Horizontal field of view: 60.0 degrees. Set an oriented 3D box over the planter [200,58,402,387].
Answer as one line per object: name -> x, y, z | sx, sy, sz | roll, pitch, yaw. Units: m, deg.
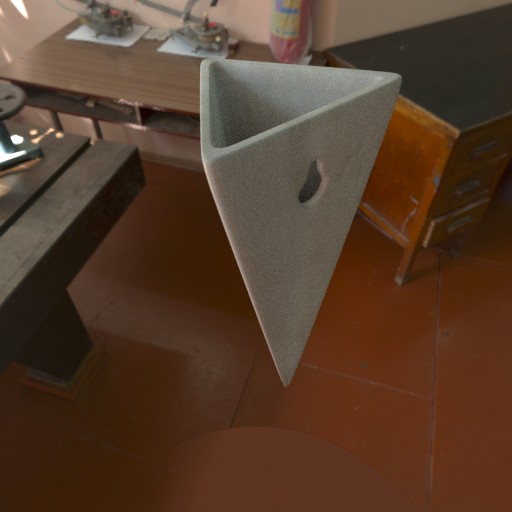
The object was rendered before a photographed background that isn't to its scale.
planter -> 0.000, 0.000, 0.270 | 0.101, 0.224, 0.081 | -30, 54, -25
